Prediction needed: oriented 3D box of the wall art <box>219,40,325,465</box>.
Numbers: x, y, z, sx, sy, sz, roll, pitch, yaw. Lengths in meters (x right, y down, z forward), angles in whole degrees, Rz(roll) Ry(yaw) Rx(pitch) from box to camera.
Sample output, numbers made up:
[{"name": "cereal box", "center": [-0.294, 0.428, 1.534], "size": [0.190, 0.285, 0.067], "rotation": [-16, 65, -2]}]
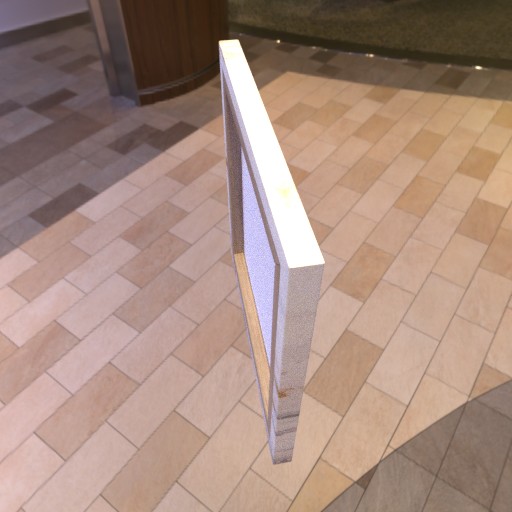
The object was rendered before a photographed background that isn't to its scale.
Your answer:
[{"name": "wall art", "center": [0.000, 0.000, 0.898], "size": [0.040, 0.613, 0.611], "rotation": [-8, 47, -7]}]
